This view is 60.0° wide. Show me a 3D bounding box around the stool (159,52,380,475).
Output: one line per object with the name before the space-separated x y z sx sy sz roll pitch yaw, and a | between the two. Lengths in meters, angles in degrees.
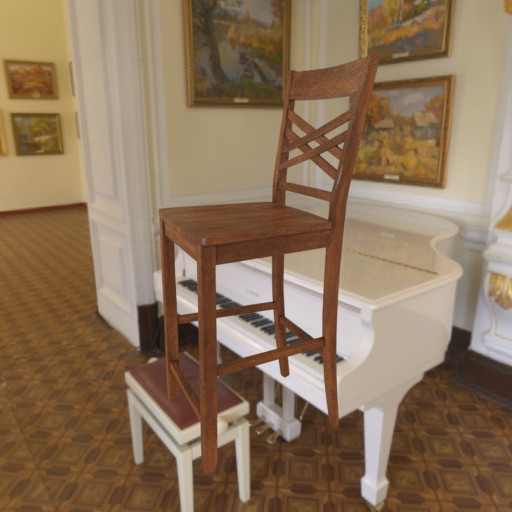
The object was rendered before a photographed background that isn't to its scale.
stool | 0.000 0.000 1.332 0.504 1.098 0.426 -8 18 -24
